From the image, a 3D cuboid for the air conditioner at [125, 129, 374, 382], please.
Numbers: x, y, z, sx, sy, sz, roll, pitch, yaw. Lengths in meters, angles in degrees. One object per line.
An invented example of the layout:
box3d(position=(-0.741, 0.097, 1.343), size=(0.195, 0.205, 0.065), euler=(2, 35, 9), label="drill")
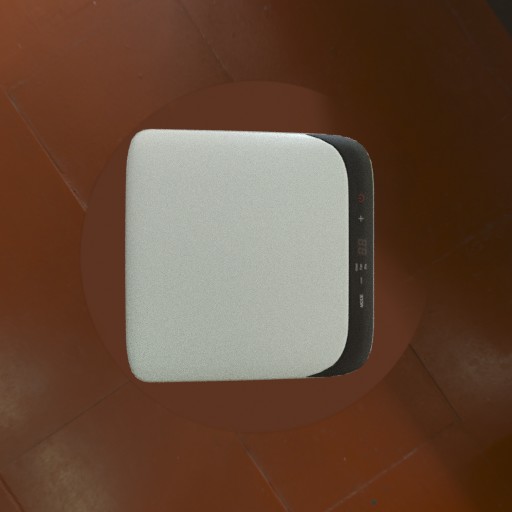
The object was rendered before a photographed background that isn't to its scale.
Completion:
box3d(position=(0.000, 0.000, 0.958), size=(0.369, 0.716, 0.352), euler=(0, 90, 0), label="air conditioner")
